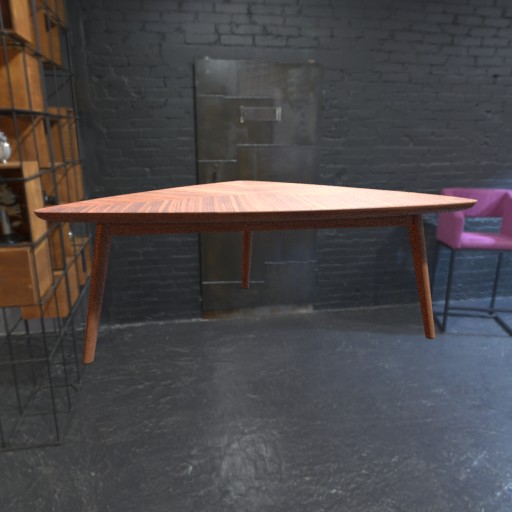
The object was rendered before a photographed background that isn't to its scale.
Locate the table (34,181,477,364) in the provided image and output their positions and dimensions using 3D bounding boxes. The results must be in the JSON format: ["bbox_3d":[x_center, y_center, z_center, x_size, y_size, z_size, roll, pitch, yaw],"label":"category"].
[{"bbox_3d":[0.000,0.000,1.259,1.008,0.365,0.601,-2,16,-8],"label":"table"}]
